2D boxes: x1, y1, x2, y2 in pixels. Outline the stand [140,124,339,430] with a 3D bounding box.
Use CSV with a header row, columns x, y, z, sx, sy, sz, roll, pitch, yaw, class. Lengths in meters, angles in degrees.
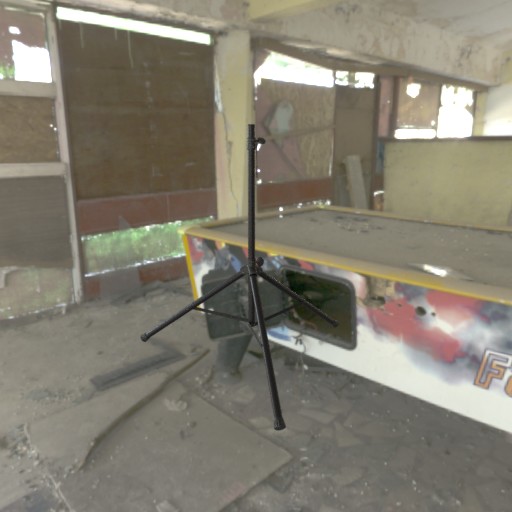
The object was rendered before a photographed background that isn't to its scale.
x,y,z,sx,sy,sz,roll,pitch,yaw,class
0.000,0.000,2.764,1.596,1.595,1.339,-2,14,-9,stand
